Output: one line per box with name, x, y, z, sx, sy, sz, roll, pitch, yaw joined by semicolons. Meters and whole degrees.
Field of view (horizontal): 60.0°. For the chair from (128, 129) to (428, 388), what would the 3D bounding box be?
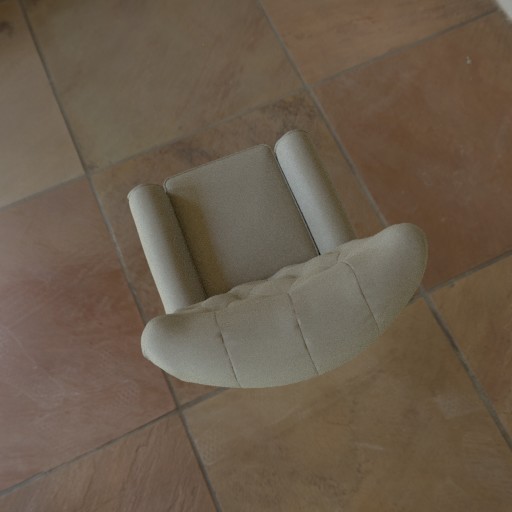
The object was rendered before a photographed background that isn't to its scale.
chair;0.000;0.000;1.897;0.943;1.158;1.059;-21;76;-6
